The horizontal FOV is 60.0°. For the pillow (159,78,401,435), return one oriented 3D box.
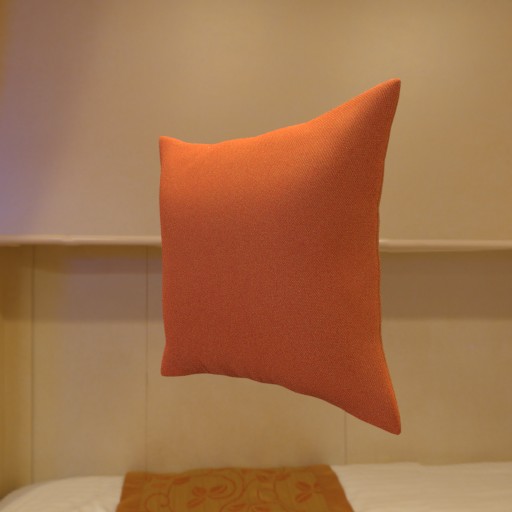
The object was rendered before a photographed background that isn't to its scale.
[{"bbox_3d":[0.000,0.000,0.687,0.453,0.444,0.169,0,0,38],"label":"pillow"}]
